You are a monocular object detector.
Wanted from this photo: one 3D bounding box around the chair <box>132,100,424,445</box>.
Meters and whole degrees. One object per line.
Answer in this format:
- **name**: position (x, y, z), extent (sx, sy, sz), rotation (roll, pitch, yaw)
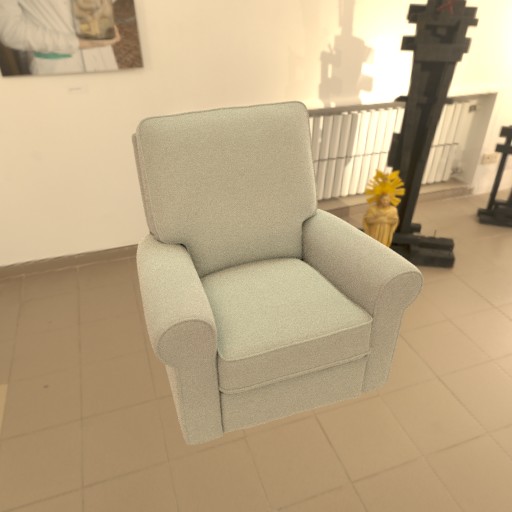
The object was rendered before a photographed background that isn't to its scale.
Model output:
- **chair**: position (0.000, 0.000, 1.676), extent (0.890, 0.960, 0.878), rotation (-11, 35, -16)
